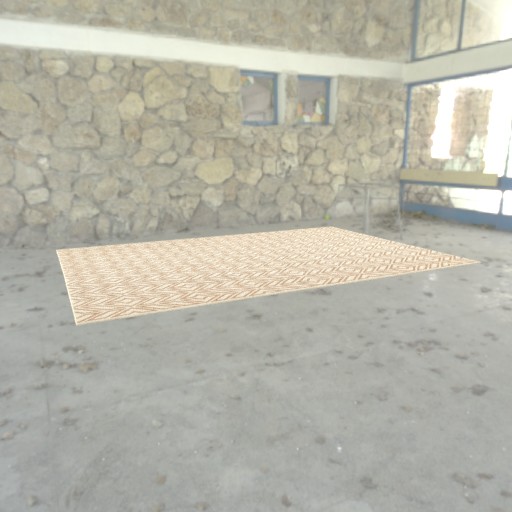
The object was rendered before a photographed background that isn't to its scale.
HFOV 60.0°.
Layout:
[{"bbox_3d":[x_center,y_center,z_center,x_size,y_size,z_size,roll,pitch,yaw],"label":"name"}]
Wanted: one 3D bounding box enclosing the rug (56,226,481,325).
[{"bbox_3d":[0.000,0.000,2.281,1.828,0.007,1.220,-6,14,-26],"label":"rug"}]
